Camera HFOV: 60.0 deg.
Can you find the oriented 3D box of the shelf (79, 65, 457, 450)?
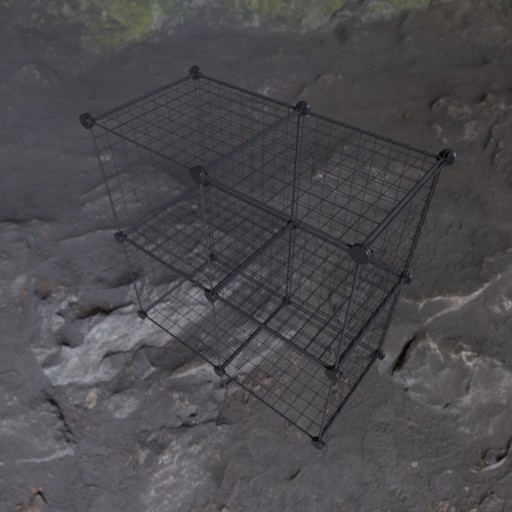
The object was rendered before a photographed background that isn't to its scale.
[{"bbox_3d":[0.000,0.000,1.155,0.711,0.711,0.356,29,51,27],"label":"shelf"}]
